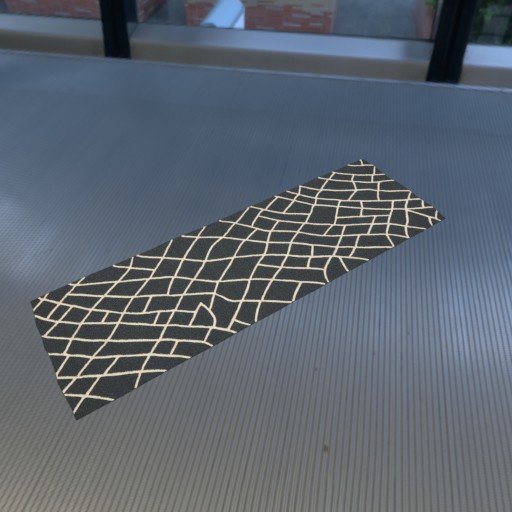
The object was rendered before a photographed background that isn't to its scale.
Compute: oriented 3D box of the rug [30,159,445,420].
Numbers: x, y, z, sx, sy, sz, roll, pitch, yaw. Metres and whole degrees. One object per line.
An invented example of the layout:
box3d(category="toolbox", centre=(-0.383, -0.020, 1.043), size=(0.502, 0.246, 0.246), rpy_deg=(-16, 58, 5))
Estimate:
box3d(category="rug", centre=(0.000, 0.000, 2.662), size=(2.476, 0.010, 0.807), rpy_deg=(-26, 52, -22))
